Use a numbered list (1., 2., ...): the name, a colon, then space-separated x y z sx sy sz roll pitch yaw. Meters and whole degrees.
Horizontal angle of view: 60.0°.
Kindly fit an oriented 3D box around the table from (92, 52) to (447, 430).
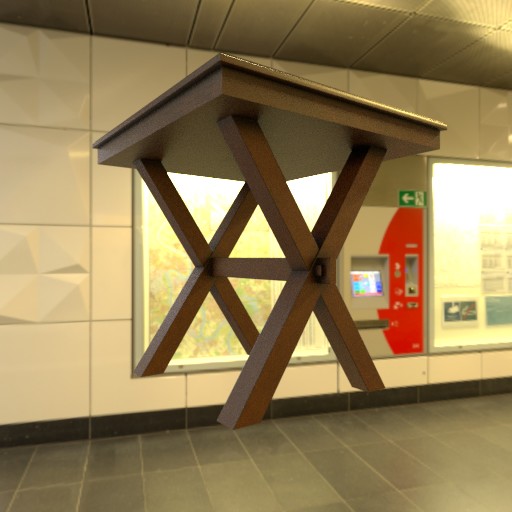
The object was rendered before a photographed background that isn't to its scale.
1. table: 0.000 0.000 1.013 0.560 0.562 0.602 0 0 -36
